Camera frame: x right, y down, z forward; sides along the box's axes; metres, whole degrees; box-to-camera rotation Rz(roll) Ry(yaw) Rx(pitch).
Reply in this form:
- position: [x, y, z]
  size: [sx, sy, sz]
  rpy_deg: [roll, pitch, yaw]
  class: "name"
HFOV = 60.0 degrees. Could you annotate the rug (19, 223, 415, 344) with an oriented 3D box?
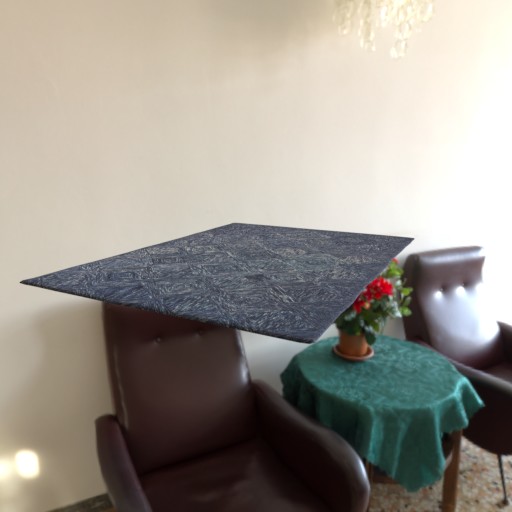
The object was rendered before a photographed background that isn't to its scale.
- position: [0.000, 0.000, 4.197]
  size: [2.385, 0.024, 3.245]
  rpy_deg: [7, 15, 27]
  class: "rug"
